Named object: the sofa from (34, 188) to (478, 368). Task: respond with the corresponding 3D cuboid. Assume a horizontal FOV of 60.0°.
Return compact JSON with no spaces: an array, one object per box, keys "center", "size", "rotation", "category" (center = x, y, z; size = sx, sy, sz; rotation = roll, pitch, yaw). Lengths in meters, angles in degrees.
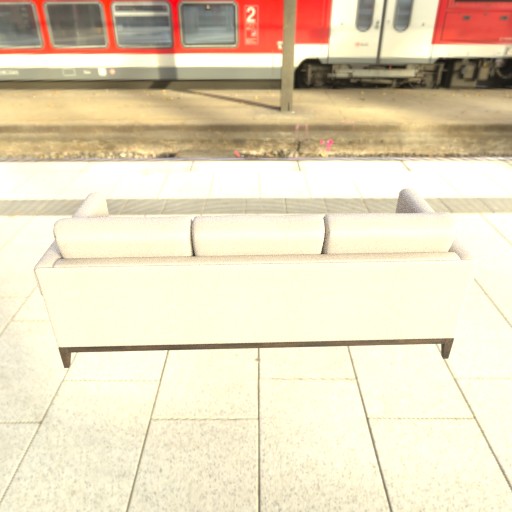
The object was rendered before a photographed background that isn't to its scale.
[{"center":[0.000,0.000,2.691],"size":[2.210,0.838,0.959],"rotation":[-1,31,-2],"category":"sofa"}]
